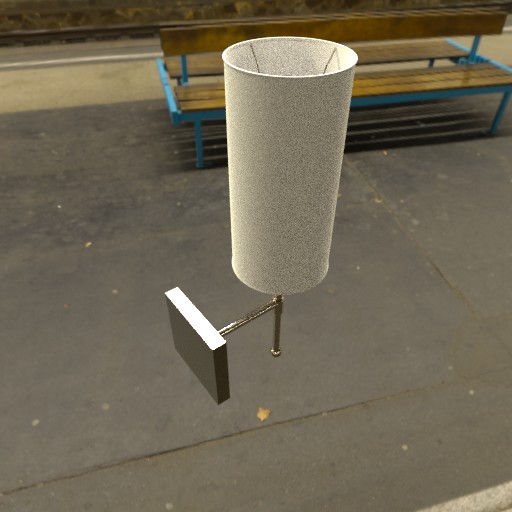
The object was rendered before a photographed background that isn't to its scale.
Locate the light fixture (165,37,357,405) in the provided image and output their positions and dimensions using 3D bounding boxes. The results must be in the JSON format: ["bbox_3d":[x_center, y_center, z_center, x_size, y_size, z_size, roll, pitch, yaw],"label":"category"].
[{"bbox_3d":[0.000,0.000,0.553,0.208,0.462,0.128,-26,46,-27],"label":"light fixture"}]
